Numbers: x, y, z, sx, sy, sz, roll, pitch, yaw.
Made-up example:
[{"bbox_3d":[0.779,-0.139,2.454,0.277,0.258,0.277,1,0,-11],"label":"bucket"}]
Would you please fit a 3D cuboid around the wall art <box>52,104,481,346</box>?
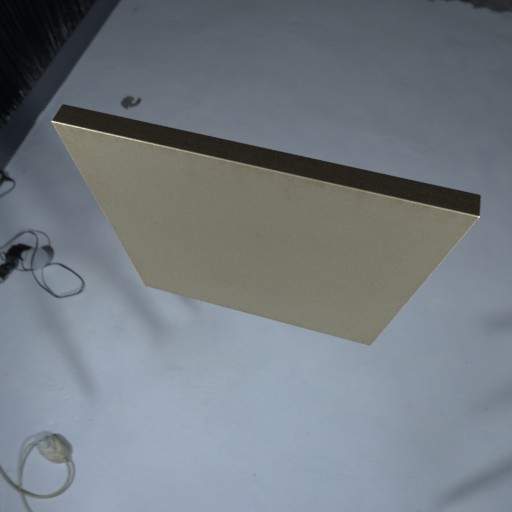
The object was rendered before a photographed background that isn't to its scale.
[{"bbox_3d":[0.000,0.000,0.734,0.503,0.506,0.030,14,64,7],"label":"wall art"}]
